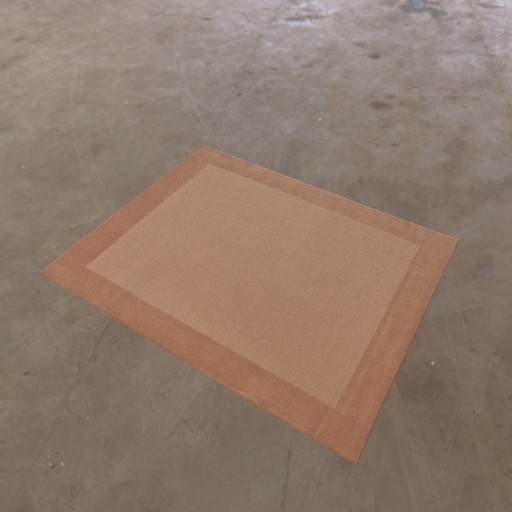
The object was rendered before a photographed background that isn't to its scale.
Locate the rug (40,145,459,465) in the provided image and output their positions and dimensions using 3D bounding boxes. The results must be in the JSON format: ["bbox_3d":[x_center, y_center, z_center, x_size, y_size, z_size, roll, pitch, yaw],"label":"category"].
[{"bbox_3d":[0.000,0.000,4.094,3.057,0.021,2.431,25,51,22],"label":"rug"}]
